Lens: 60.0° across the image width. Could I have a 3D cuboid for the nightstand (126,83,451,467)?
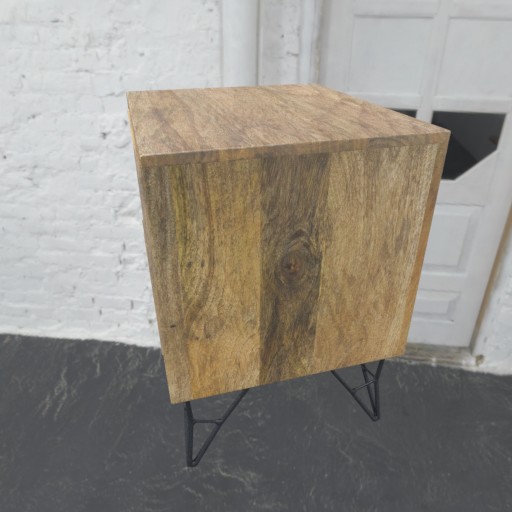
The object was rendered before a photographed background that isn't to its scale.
[{"bbox_3d":[0.000,0.000,0.863,0.406,0.559,0.457,-8,30,-14],"label":"nightstand"}]
